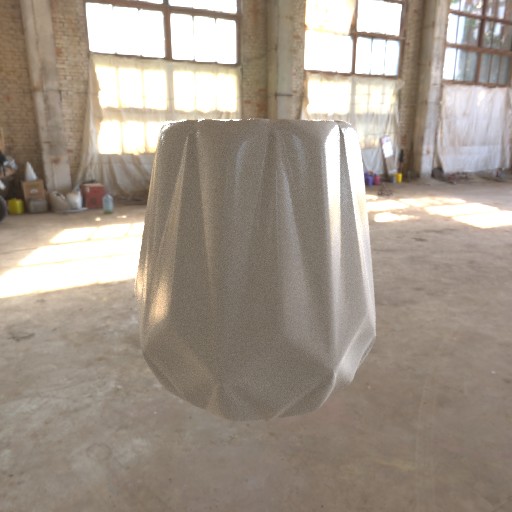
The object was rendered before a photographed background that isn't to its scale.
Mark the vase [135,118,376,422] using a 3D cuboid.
[{"bbox_3d":[0.000,0.000,0.261,0.141,0.152,0.141,0,15,0],"label":"vase"}]
